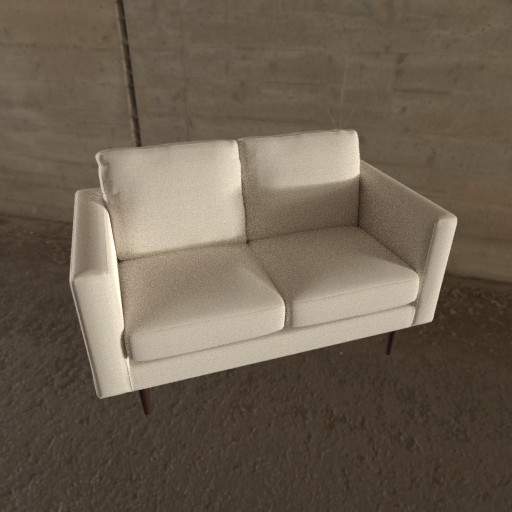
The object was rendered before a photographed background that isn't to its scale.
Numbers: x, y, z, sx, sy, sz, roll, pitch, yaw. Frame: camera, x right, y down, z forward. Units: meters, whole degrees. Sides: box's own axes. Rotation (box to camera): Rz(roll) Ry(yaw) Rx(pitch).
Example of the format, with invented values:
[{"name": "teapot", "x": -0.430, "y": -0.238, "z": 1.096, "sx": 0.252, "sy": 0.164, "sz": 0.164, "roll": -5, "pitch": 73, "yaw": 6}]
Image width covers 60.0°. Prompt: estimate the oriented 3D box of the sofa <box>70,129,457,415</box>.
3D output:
[{"name": "sofa", "x": 0.000, "y": 0.000, "z": 1.939, "sx": 1.430, "sy": 0.908, "sz": 0.796, "roll": -9, "pitch": 32, "yaw": -16}]
